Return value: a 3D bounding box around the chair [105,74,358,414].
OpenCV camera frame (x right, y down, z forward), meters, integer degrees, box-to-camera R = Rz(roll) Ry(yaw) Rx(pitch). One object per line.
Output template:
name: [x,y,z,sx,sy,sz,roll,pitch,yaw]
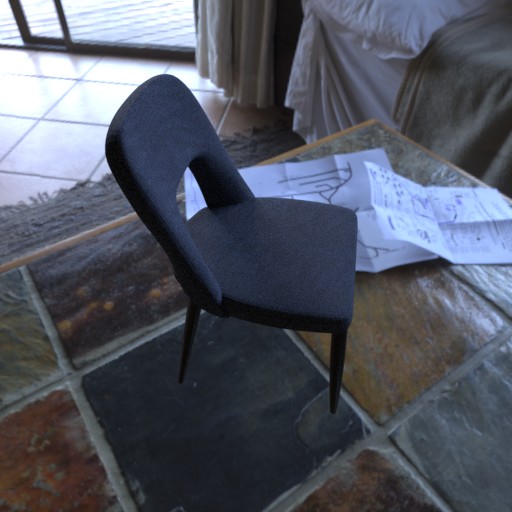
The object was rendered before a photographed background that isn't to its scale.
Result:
chair: [0.000,0.000,1.296,0.612,0.931,0.470,8,46,8]
